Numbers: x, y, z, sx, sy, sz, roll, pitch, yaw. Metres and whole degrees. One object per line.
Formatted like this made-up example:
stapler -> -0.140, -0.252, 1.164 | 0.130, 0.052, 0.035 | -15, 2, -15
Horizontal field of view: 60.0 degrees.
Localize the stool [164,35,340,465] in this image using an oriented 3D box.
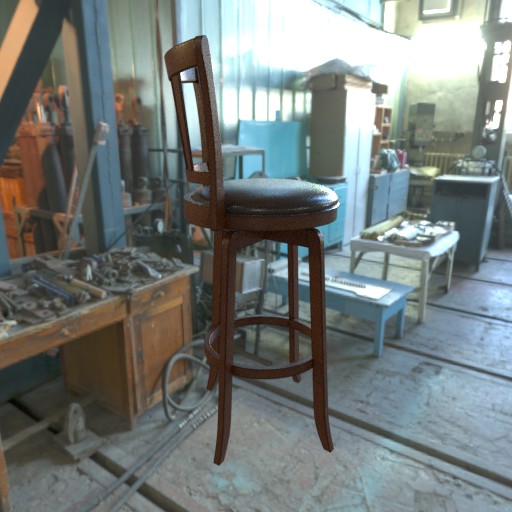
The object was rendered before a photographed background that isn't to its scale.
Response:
stool -> 0.000, 0.000, 1.395 | 0.503, 1.177, 0.464 | -3, 16, -9
